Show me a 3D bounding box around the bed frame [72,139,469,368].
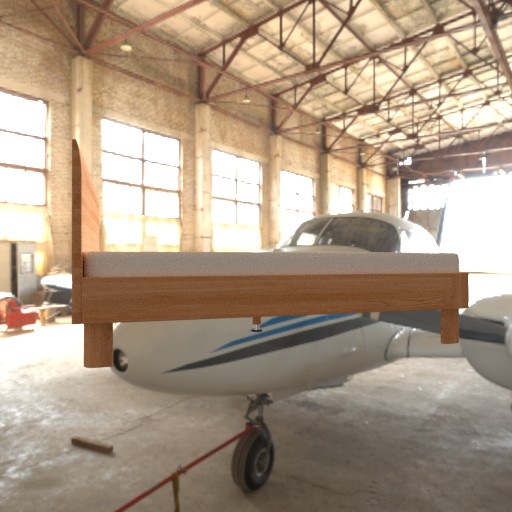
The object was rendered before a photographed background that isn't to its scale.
[{"bbox_3d":[0.000,0.000,2.773,1.992,0.940,1.472,0,0,-17],"label":"bed frame"}]
